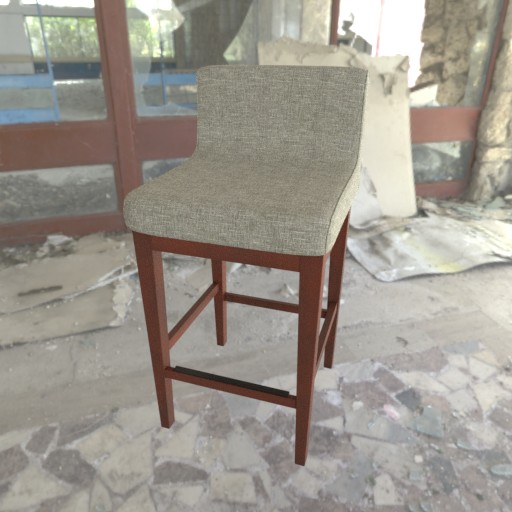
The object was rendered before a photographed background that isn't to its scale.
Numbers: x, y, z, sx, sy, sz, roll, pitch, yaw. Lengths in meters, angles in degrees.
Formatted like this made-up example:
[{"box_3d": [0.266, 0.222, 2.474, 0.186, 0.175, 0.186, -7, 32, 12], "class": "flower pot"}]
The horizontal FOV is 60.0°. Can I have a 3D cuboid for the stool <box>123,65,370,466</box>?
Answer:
[{"box_3d": [0.000, 0.000, 1.070, 0.417, 0.835, 0.459, 8, 26, 17], "class": "stool"}]
